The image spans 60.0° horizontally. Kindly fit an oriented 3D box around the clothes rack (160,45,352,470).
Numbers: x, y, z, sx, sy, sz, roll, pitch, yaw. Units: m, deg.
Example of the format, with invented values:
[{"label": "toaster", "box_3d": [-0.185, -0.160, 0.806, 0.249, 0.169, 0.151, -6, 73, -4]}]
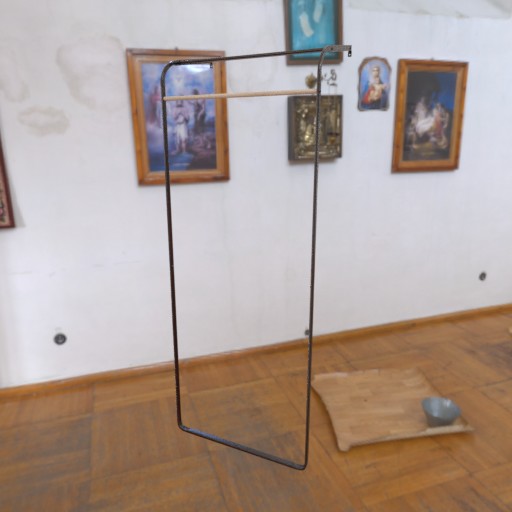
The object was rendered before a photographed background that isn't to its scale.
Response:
[{"label": "clothes rack", "box_3d": [0.000, 0.000, 1.787, 0.609, 1.574, 0.349, 7, 16, 25]}]
